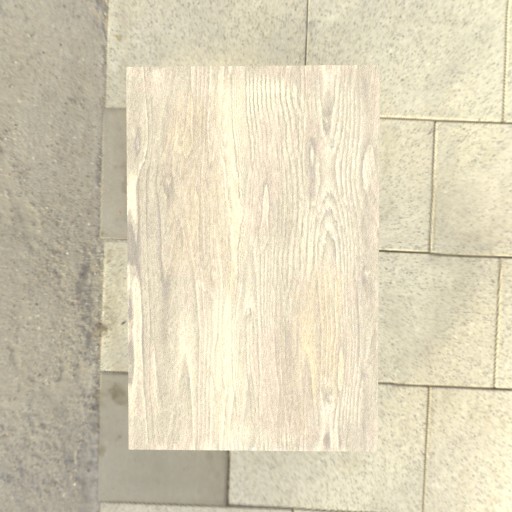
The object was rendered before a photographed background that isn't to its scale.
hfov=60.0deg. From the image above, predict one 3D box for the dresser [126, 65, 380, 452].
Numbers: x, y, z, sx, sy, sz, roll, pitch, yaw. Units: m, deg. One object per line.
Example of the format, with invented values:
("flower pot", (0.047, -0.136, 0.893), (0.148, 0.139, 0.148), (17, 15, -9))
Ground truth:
("dresser", (0.000, 0.000, 1.313), (0.529, 0.762, 0.809), (0, 91, 1))
